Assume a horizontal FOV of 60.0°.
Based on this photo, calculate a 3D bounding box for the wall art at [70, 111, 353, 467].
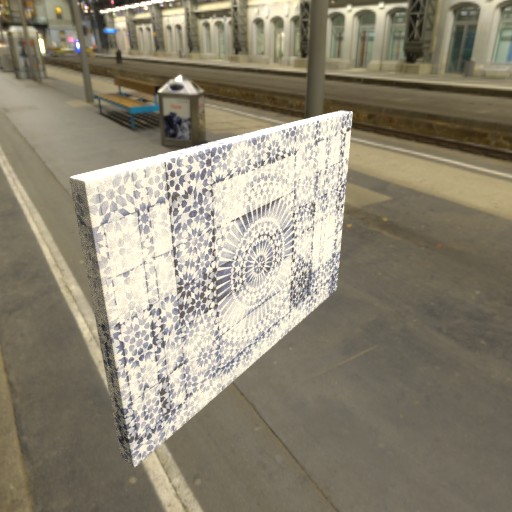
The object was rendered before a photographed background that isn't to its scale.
[{"bbox_3d":[0.000,0.000,0.750,0.030,0.406,0.608,18,31,32],"label":"wall art"}]
